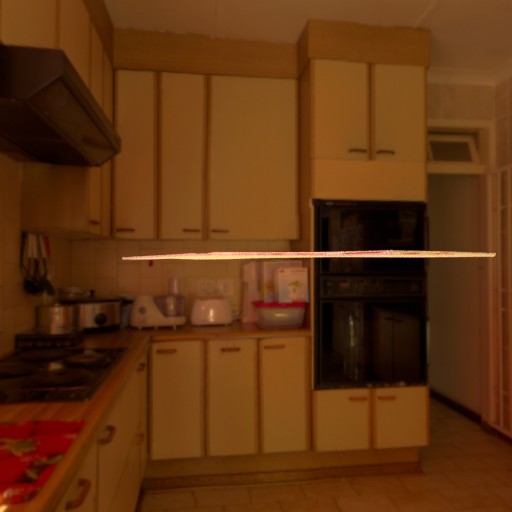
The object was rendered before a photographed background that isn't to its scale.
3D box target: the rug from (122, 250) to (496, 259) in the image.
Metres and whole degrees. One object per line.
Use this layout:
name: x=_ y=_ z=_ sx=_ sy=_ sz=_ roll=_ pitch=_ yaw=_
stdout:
rug: x=0.000 y=0.000 z=2.508 sx=0.692 sy=0.032 sz=2.320 roll=1 pitch=-1 yaw=-37
